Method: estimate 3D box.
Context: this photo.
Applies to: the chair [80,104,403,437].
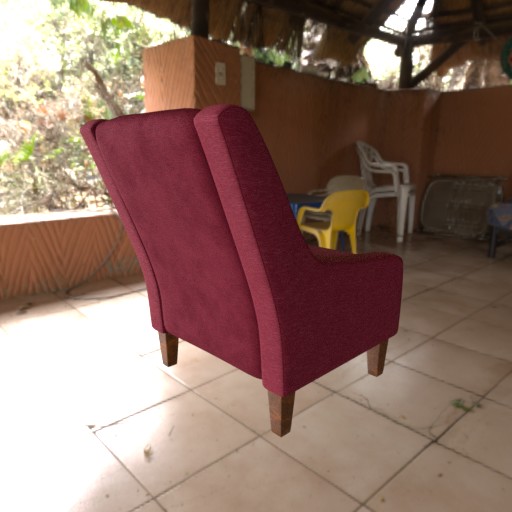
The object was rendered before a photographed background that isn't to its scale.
[{"bbox_3d":[0.000,0.000,1.717,0.985,1.017,0.793,-12,18,-42],"label":"chair"}]
